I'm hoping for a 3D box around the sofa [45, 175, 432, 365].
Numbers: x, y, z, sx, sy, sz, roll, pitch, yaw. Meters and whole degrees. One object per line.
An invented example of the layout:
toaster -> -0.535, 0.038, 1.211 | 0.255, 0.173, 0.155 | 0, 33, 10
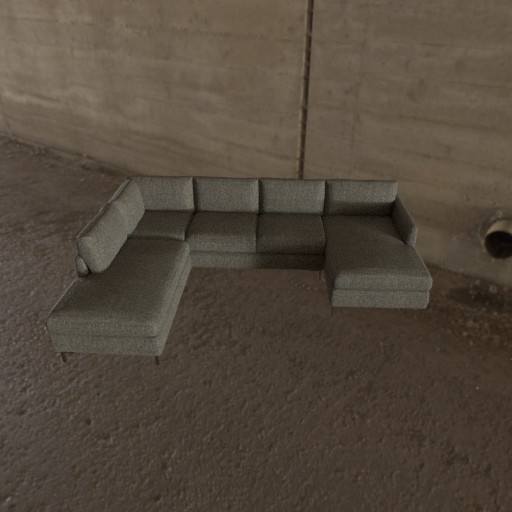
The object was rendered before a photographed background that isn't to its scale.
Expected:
sofa -> 0.000, 0.000, 3.663 | 2.737, 0.756, 1.879 | 2, 31, 3
